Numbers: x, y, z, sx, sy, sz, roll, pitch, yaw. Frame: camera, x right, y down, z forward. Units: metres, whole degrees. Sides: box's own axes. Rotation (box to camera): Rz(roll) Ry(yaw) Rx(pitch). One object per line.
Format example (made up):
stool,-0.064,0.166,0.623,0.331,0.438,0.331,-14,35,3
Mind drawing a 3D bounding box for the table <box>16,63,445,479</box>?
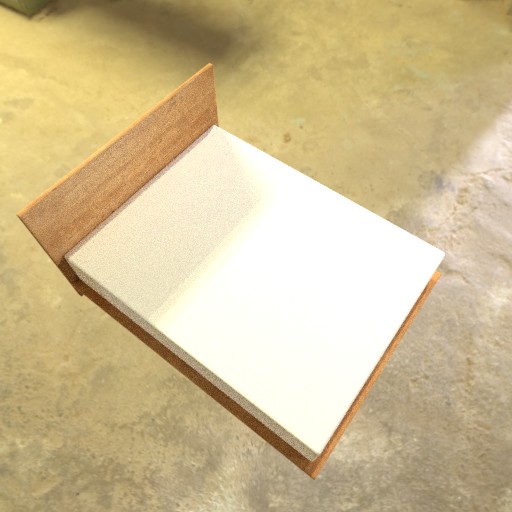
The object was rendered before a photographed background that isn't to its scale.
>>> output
table,0.000,0.000,2.991,2.149,1.041,1.707,33,64,18
